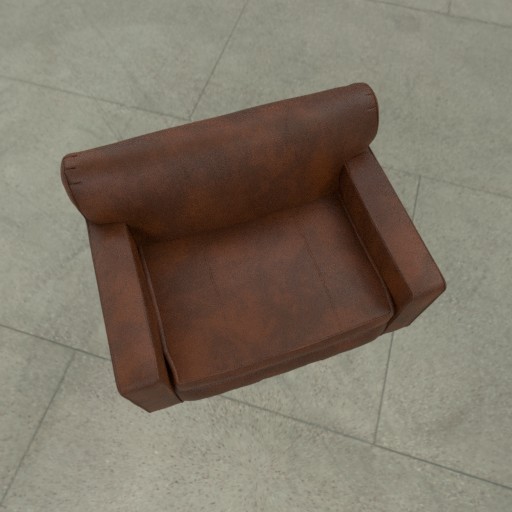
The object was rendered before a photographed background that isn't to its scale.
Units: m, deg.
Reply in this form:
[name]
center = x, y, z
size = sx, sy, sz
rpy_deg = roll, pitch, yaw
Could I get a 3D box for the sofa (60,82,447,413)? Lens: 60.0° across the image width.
[sofa]
center = 0.000, 0.000, 2.062
size = 1.413, 0.956, 1.000
rpy_deg = -17, 65, -8
